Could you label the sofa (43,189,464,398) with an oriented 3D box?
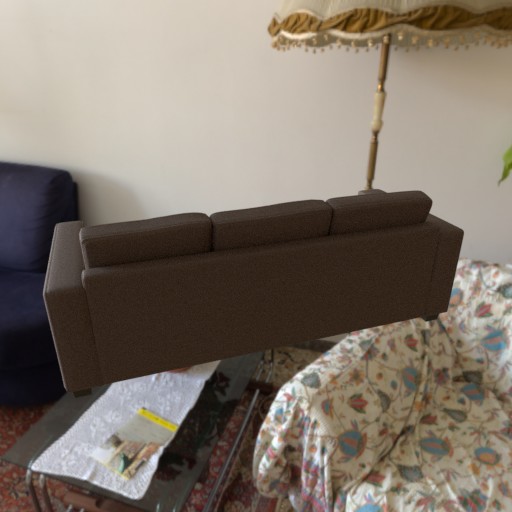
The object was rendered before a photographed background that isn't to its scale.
[{"bbox_3d":[0.000,0.000,2.582,2.160,0.806,0.900,-8,26,-17],"label":"sofa"}]
